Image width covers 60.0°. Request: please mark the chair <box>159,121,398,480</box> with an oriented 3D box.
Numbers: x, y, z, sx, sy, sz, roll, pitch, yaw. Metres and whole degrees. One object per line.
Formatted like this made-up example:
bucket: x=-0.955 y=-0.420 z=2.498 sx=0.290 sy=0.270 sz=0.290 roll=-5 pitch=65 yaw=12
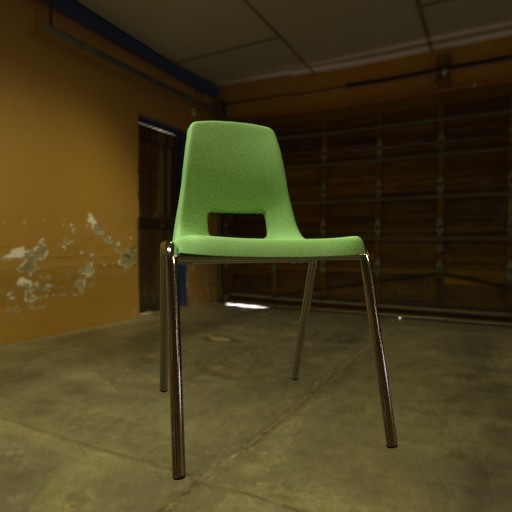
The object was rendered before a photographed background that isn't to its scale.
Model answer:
chair: x=0.000 y=0.000 z=0.900 sx=0.381 sy=0.653 sz=0.436 roll=0 pitch=1 yaw=-17
